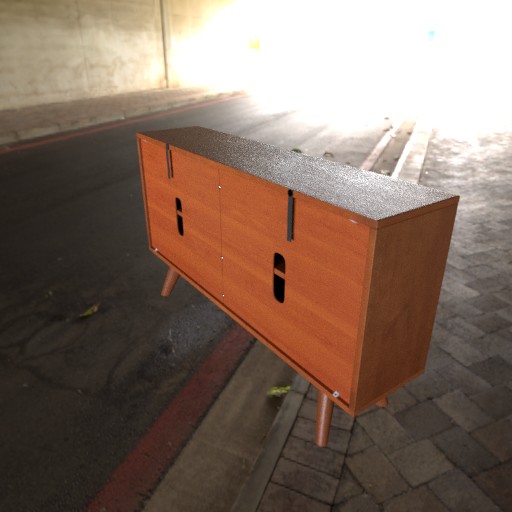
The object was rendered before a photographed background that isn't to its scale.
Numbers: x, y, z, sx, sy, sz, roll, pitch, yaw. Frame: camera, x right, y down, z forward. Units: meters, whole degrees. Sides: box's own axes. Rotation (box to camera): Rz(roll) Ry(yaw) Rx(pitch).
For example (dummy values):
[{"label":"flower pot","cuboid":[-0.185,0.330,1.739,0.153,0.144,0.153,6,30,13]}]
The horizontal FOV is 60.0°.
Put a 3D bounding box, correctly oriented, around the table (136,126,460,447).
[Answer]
[{"label":"table","cuboid":[0.000,0.000,1.532,0.308,0.698,1.220,-17,30,-32]}]
